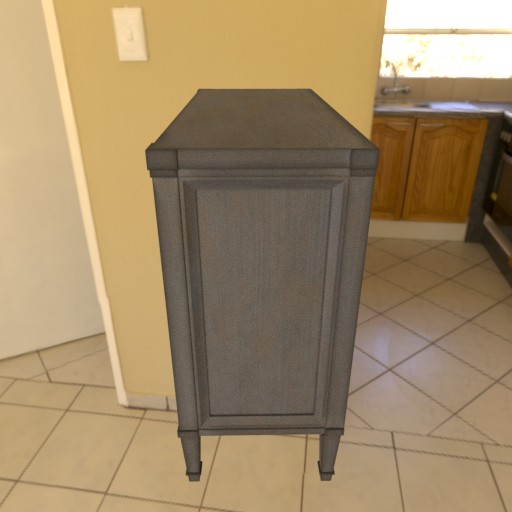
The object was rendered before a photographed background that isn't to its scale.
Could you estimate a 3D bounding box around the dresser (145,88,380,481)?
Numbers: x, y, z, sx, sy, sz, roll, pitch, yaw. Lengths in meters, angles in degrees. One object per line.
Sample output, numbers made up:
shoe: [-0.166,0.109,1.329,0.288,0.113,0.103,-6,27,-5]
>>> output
dresser: [0.000,0.000,1.544,0.463,0.986,1.049,0,27,-1]
